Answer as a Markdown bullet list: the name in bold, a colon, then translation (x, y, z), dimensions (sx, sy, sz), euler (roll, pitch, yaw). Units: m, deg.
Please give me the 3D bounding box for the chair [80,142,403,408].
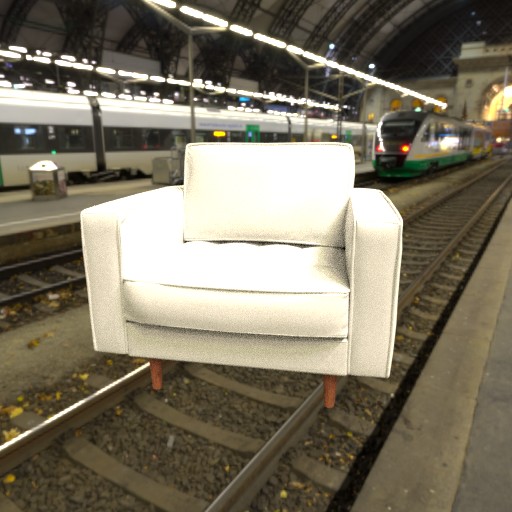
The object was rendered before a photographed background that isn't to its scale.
- **chair**: translation (0.000, 0.000, 1.557), dimensions (0.928, 0.773, 0.843), euler (3, 15, 10)
